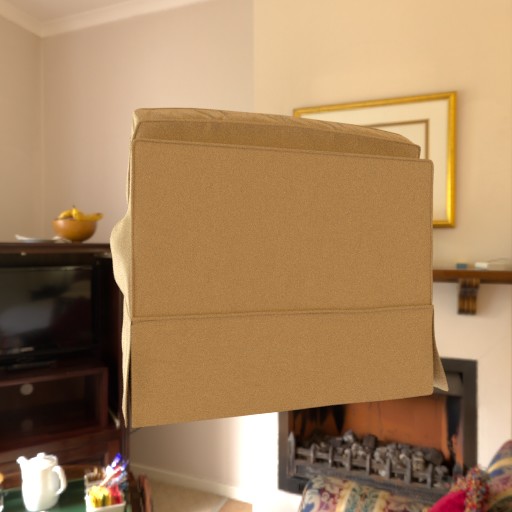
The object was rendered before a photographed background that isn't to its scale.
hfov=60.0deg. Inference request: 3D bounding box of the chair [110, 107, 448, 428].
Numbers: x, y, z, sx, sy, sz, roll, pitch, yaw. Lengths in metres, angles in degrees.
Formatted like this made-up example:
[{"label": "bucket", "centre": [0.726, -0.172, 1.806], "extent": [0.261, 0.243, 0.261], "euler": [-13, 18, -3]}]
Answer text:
[{"label": "chair", "centre": [0.000, 0.000, 1.757], "extent": [1.096, 0.937, 0.903], "euler": [0, 0, -17]}]
